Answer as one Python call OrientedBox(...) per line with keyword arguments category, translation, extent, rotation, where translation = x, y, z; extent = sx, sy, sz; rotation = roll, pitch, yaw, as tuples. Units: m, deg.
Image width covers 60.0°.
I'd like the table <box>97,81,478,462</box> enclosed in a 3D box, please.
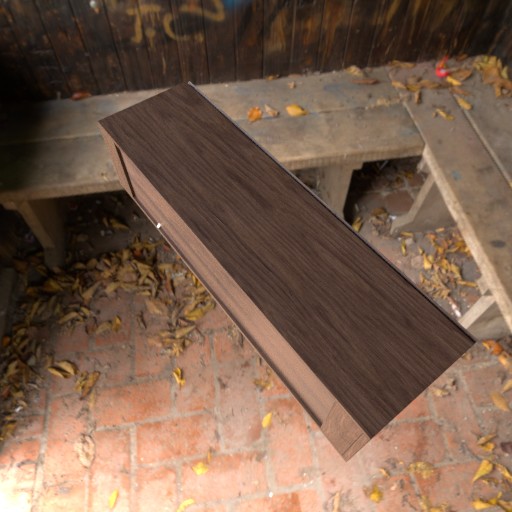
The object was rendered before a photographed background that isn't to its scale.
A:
OrientedBox(category="table", translation=(0.000, 0.000, 1.614), extent=(0.405, 0.508, 1.397), rotation=(-33, 63, -20))
